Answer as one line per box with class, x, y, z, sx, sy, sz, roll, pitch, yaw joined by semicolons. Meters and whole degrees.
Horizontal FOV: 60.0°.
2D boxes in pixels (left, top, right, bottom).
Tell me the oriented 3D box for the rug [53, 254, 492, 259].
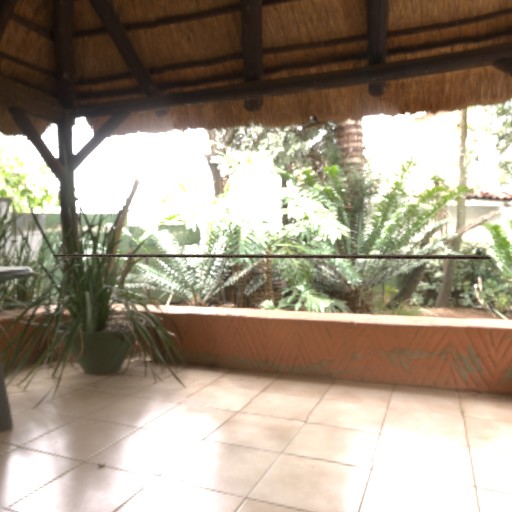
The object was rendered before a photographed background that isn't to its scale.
rug;0.000;0.000;2.514;2.305;0.013;0.719;0;1;21
